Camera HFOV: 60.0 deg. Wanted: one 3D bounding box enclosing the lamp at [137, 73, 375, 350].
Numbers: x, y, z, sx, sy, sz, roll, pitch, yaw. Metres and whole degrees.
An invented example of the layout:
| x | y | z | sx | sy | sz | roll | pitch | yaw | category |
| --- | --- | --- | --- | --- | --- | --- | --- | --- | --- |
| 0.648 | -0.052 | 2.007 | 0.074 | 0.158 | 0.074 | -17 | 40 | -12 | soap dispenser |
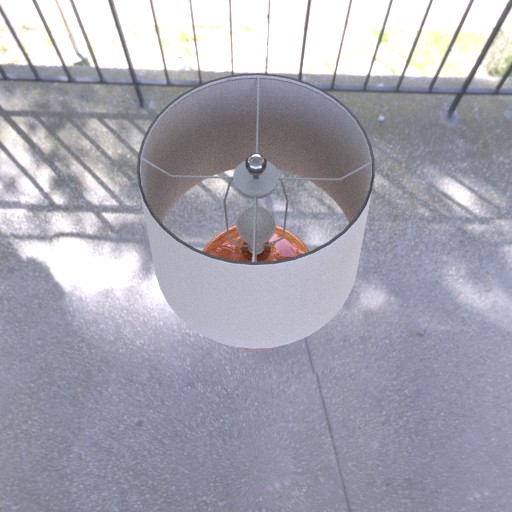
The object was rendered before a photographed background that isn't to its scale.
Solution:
| x | y | z | sx | sy | sz | roll | pitch | yaw | category |
| --- | --- | --- | --- | --- | --- | --- | --- | --- | --- |
| 0.000 | 0.000 | 0.557 | 0.247 | 0.387 | 0.247 | 0 | 64 | 0 | lamp |
